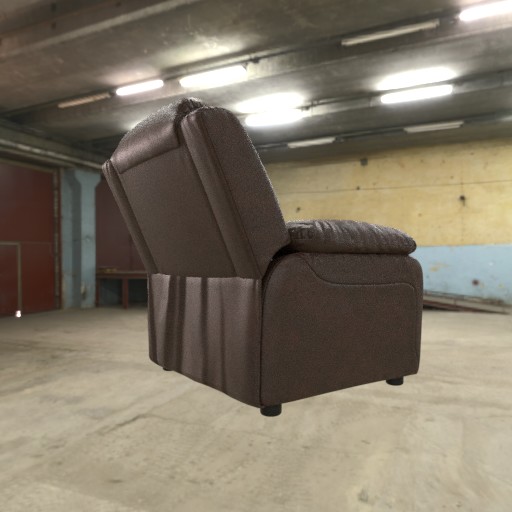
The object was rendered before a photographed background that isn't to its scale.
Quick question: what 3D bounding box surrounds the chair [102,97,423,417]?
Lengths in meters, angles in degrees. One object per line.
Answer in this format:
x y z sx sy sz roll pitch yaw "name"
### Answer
0.000 0.000 1.263 0.707 0.702 0.680 1 -1 -36 "chair"
